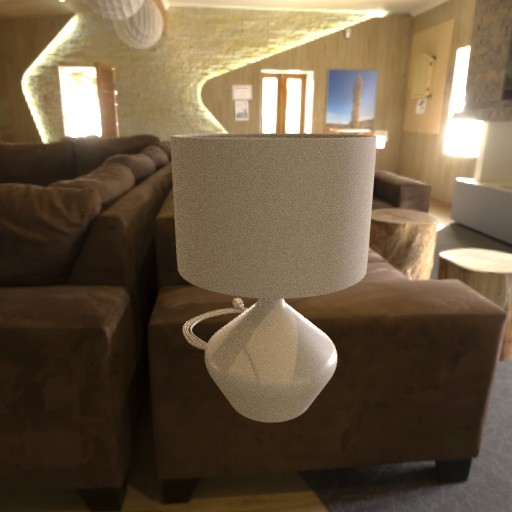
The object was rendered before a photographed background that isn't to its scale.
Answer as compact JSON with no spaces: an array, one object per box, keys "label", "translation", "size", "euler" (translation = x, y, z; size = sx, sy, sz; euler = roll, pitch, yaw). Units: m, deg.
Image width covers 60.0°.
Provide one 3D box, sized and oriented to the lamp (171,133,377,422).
[{"label":"lamp","translation":[0.000,0.000,0.857],"size":[0.401,0.457,0.546],"euler":[3,17,10]}]
